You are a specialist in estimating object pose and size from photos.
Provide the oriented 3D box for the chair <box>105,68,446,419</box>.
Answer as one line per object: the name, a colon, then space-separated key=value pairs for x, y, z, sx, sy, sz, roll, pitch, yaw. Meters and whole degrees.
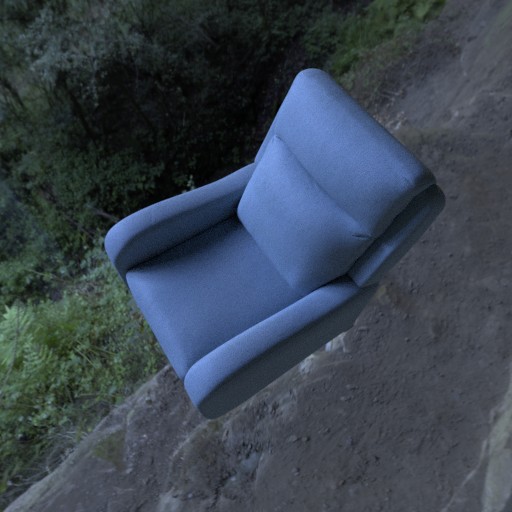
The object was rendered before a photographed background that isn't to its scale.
chair: x=0.000 y=0.000 z=1.765 sx=0.988 sy=1.067 sz=0.785 roll=-31 pitch=67 yaw=-15
